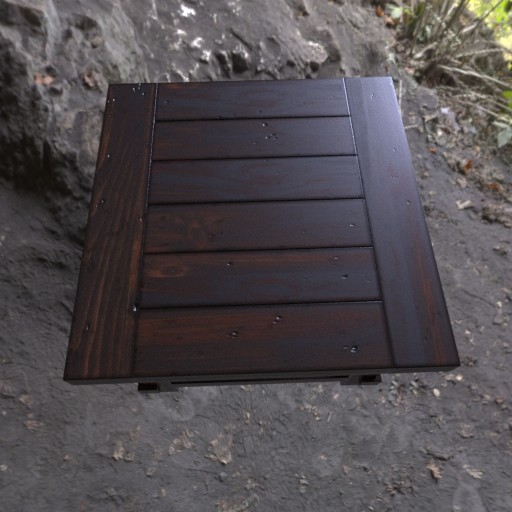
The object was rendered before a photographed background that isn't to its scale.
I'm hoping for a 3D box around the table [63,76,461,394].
[{"bbox_3d":[0.000,0.000,0.987,0.593,0.437,0.606,-2,64,-1],"label":"table"}]
